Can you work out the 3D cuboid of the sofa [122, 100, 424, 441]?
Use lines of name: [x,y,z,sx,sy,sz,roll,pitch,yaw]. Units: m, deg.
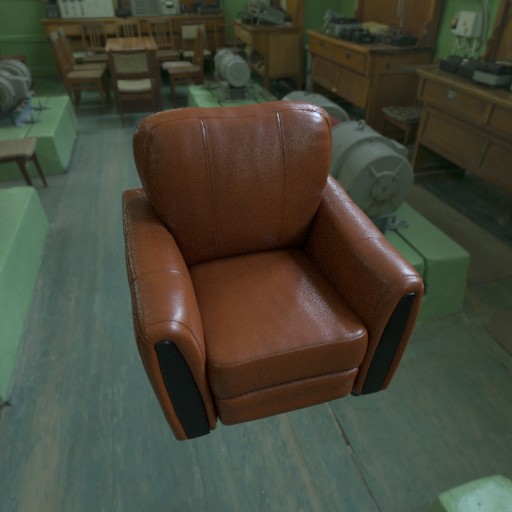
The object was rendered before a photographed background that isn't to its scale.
sofa: [0.000,0.000,1.490,0.836,0.876,0.789,-9,34,-14]
